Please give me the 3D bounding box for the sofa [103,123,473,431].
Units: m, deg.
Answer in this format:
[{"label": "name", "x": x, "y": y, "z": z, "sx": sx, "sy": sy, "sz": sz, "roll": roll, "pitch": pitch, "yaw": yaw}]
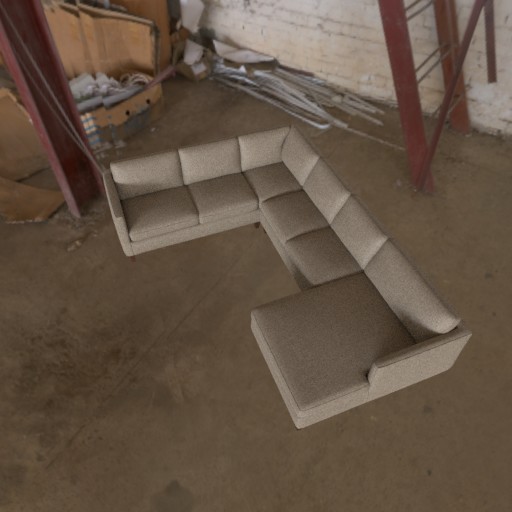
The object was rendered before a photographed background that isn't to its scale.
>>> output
[{"label": "sofa", "x": 0.000, "y": 0.000, "z": 4.552, "sx": 2.551, "sy": 0.889, "sz": 3.403, "roll": -16, "pitch": 49, "yaw": -14}]
